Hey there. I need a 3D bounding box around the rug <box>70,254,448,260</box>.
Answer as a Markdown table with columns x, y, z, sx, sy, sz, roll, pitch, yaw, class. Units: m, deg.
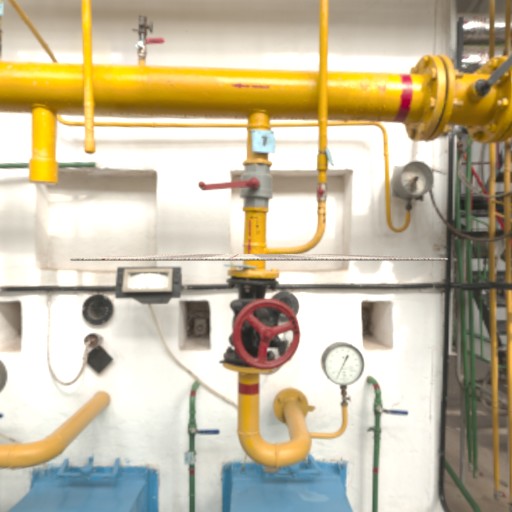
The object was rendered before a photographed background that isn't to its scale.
| x | y | z | sx | sy | sz | roll | pitch | yaw | class |
| --- | --- | --- | --- | --- | --- | --- | --- | --- | --- |
| 0.000 | 0.000 | 3.017 | 1.549 | 0.010 | 2.464 | 0 | 1 | -1 | rug |
